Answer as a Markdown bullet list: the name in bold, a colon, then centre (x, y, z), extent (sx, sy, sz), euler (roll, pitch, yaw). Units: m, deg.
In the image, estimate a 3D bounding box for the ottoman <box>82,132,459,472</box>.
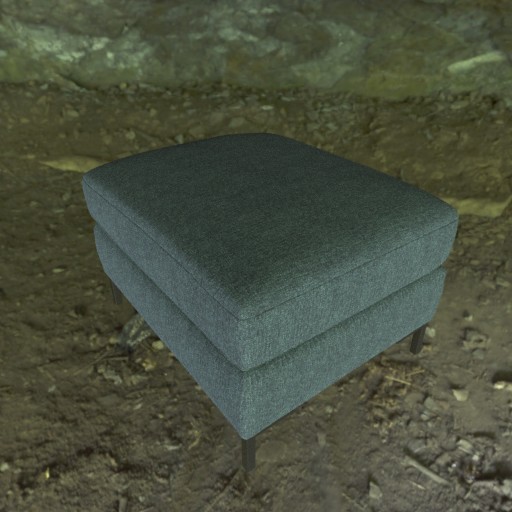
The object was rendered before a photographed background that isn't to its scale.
- **ottoman**: centre (0.000, 0.000, 1.306), extent (0.695, 0.533, 0.831), euler (-22, 38, -31)
